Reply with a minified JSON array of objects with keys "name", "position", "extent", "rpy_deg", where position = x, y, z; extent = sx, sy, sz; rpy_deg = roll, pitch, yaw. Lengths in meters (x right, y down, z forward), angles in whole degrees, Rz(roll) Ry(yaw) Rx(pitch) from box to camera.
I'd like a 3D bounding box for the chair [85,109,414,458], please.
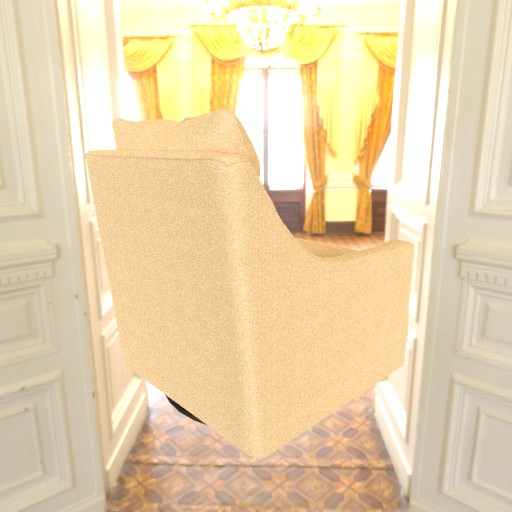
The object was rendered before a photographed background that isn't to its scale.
[{"name":"chair","position":[0.000,0.000,1.562],"extent":[0.876,0.927,0.760],"rpy_deg":[-13,19,-42]}]
